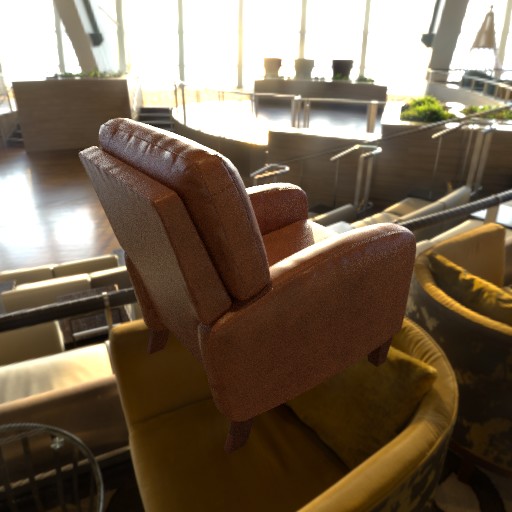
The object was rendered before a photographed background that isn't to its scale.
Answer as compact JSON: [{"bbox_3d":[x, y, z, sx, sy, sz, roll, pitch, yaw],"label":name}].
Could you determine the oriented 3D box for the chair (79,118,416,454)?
[{"bbox_3d":[0.000,0.000,1.649,0.990,0.990,0.762,-18,32,-32],"label":"chair"}]
